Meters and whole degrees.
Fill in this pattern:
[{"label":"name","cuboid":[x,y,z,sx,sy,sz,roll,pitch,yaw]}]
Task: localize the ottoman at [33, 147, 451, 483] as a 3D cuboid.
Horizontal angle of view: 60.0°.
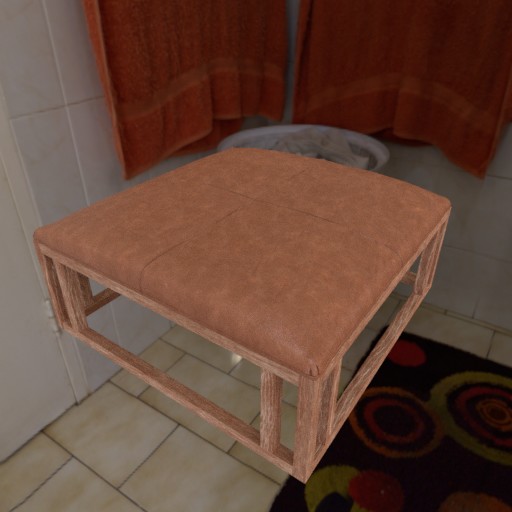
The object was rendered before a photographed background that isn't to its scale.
[{"label":"ottoman","cuboid":[0.000,0.000,1.562,1.013,0.442,1.016,20,37,29]}]
